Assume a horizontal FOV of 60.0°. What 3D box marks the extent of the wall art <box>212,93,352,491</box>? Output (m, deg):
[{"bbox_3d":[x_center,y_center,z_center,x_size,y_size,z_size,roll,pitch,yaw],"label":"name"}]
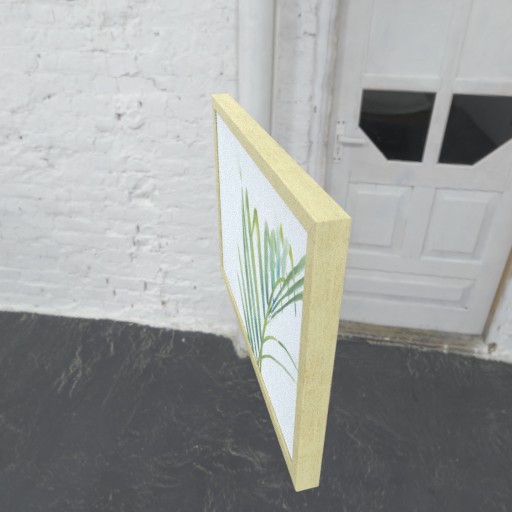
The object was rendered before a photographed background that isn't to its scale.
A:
[{"bbox_3d":[0.000,0.000,0.687,0.032,0.381,0.533,-7,32,-12],"label":"wall art"}]
